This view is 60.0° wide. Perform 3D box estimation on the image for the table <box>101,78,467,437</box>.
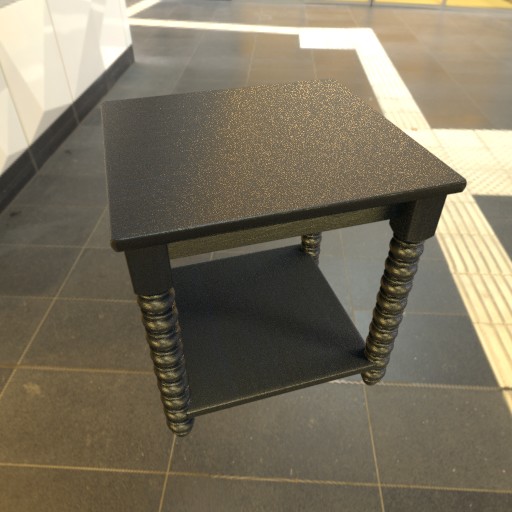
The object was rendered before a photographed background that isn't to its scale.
[{"bbox_3d":[0.000,0.000,0.980,0.533,0.567,0.500,-11,41,-13],"label":"table"}]
